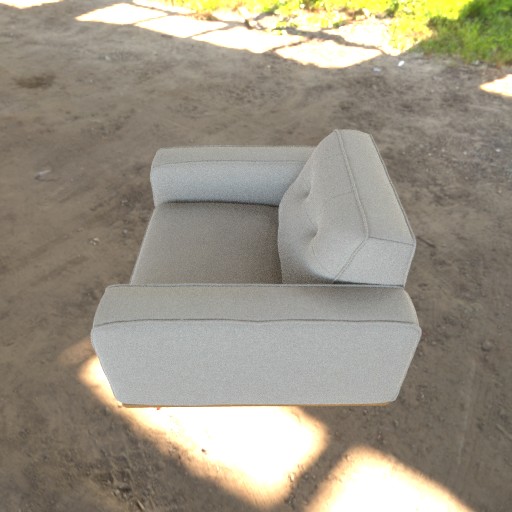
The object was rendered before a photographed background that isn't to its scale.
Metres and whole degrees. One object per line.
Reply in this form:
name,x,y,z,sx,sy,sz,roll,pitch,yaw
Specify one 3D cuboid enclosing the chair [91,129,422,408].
chair,0.000,0.000,1.755,0.953,0.779,1.115,0,41,0
